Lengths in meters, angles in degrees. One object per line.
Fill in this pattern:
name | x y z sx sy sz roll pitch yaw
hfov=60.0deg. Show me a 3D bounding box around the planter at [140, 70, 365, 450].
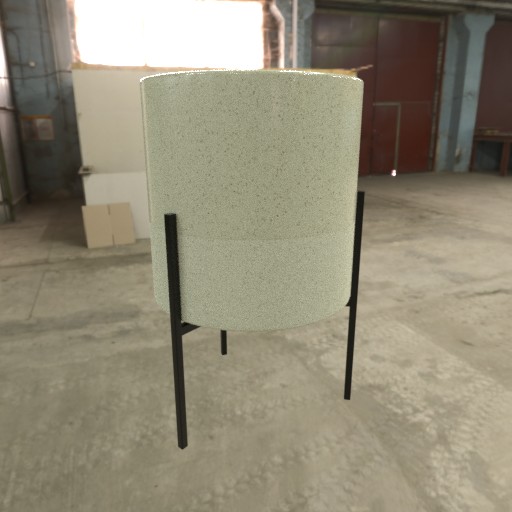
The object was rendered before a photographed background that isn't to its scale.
planter | 0.000 0.000 0.531 0.243 0.390 0.234 3 17 8
